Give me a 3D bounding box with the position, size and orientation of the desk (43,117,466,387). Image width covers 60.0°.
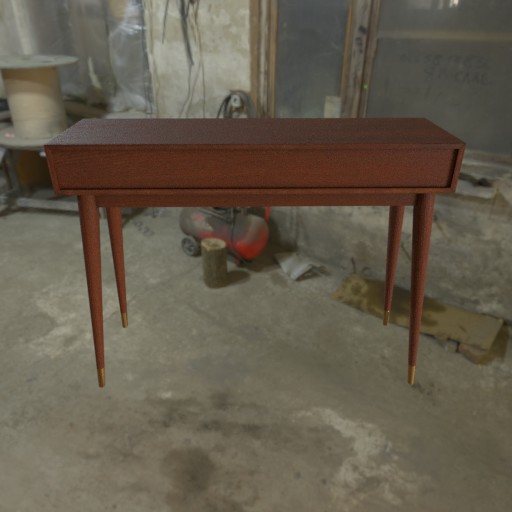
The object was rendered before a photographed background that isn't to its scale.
[{"bbox_3d":[0.000,0.000,1.629,1.204,0.917,0.384,0,29,-1],"label":"desk"}]
